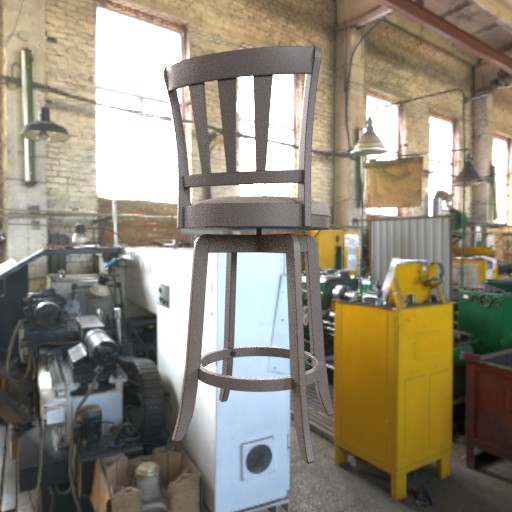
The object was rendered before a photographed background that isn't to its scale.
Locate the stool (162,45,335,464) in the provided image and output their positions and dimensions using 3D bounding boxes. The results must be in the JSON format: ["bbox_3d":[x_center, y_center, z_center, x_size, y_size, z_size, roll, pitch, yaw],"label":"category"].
[{"bbox_3d":[0.000,0.000,1.290,0.436,1.023,0.475,1,2,19],"label":"stool"}]
